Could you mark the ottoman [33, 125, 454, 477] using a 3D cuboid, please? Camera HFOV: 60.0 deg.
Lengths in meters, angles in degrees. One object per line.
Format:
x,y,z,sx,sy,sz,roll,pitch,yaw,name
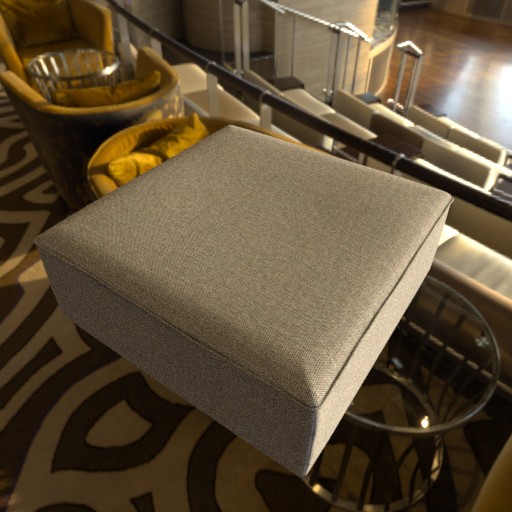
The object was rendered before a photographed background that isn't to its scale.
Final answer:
0.000,0.000,1.562,1.023,0.423,1.017,25,47,26,ottoman
